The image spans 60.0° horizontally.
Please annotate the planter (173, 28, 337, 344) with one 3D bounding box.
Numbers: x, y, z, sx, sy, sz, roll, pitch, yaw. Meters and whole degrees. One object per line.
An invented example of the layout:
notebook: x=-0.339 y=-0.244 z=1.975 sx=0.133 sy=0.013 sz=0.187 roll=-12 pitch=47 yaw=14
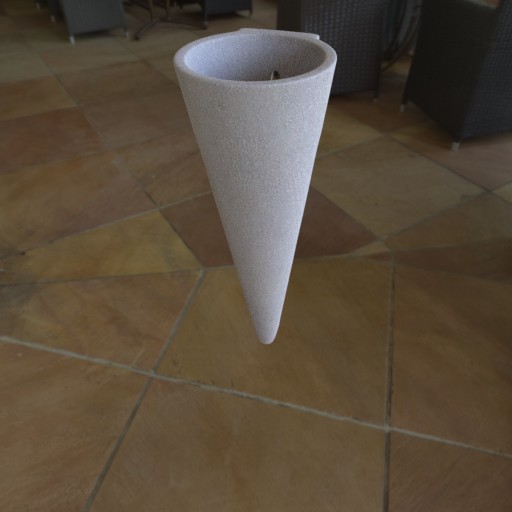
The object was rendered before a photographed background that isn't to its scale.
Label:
planter: x=0.000 y=0.000 z=0.299 sx=0.078 sy=0.259 sz=0.087 roll=12 pitch=42 yaw=13
